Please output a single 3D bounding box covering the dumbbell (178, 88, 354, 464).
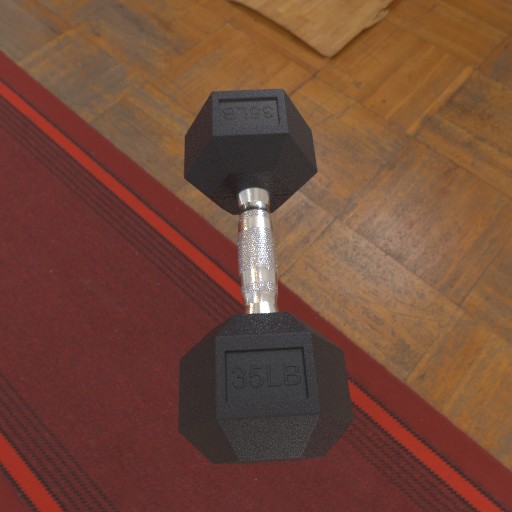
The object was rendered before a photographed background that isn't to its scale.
[{"bbox_3d":[0.000,0.000,0.424,0.141,0.123,0.356,-3,63,-1],"label":"dumbbell"}]
